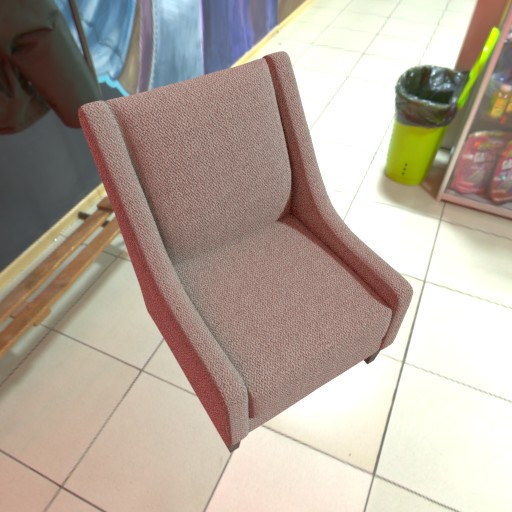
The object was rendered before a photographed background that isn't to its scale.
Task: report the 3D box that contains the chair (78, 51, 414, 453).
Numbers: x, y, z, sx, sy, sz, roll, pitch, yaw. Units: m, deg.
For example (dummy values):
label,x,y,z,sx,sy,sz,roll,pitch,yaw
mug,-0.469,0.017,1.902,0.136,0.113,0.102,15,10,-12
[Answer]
label,x,y,z,sx,sy,sz,roll,pitch,yaw
chair,0.000,0.000,1.583,0.774,1.014,0.870,-25,52,-22
